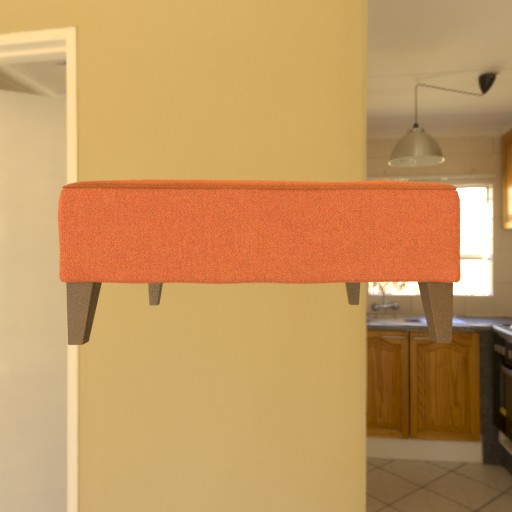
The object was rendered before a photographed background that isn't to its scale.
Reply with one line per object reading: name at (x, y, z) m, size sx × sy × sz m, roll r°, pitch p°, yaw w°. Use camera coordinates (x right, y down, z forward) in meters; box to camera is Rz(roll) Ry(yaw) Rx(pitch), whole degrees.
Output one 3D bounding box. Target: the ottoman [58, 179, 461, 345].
ottoman at (0.000, 0.000, 1.560) m, size 0.999 × 0.438 × 0.997 m, roll 0°, pitch 0°, yaw -1°
